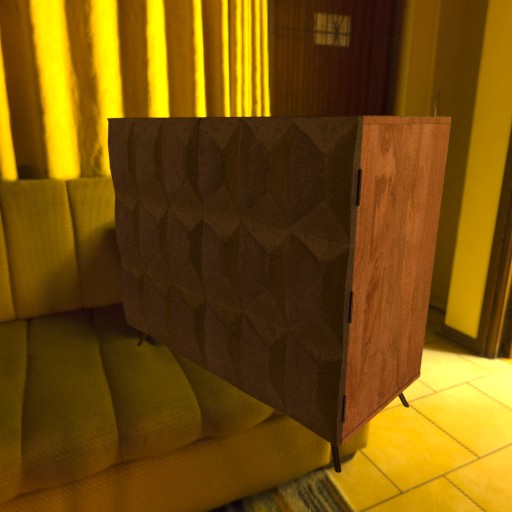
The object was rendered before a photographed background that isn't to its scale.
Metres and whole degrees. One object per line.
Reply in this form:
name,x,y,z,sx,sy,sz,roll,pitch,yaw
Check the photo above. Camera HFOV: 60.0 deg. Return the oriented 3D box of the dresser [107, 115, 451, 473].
dresser,0.000,0.000,1.419,0.967,0.847,0.446,16,23,42
